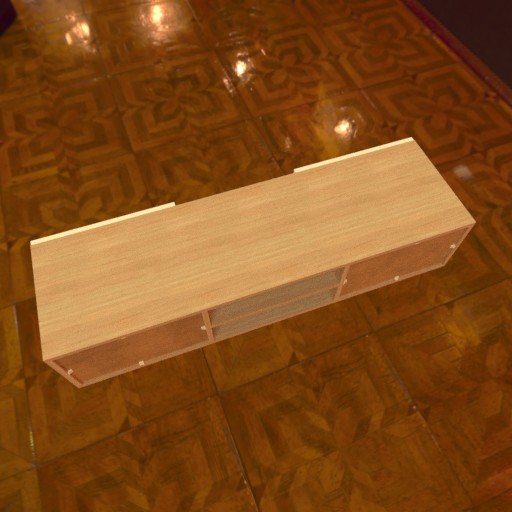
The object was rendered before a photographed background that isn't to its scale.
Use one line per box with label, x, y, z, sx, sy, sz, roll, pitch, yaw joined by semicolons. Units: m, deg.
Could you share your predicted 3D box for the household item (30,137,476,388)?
household item;0.000;0.000;1.582;1.400;0.310;0.420;-17;60;-10
